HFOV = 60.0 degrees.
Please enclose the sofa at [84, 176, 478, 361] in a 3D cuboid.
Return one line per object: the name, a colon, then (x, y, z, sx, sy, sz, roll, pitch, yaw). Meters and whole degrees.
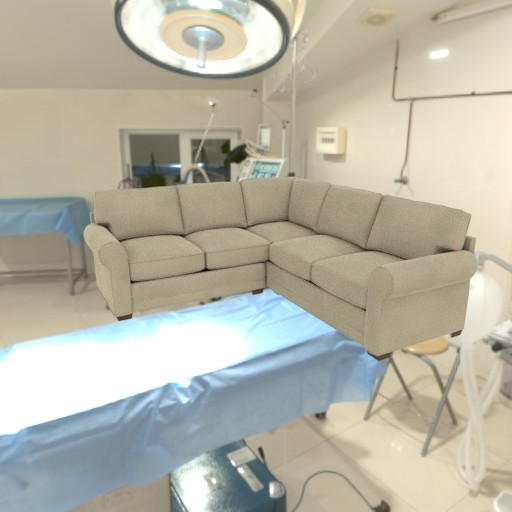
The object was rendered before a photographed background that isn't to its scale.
sofa: (0.000, 0.000, 3.828, 2.487, 1.053, 2.562, -9, 18, -27)
